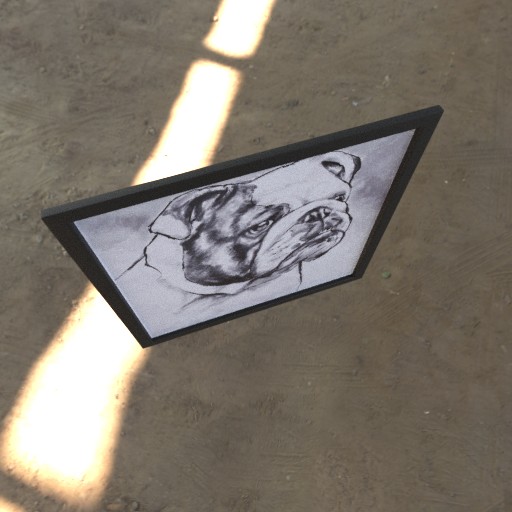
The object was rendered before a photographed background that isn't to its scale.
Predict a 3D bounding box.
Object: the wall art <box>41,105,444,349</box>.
[{"bbox_3d":[0.000,0.000,0.984,0.663,0.659,0.016,-17,63,-9],"label":"wall art"}]
